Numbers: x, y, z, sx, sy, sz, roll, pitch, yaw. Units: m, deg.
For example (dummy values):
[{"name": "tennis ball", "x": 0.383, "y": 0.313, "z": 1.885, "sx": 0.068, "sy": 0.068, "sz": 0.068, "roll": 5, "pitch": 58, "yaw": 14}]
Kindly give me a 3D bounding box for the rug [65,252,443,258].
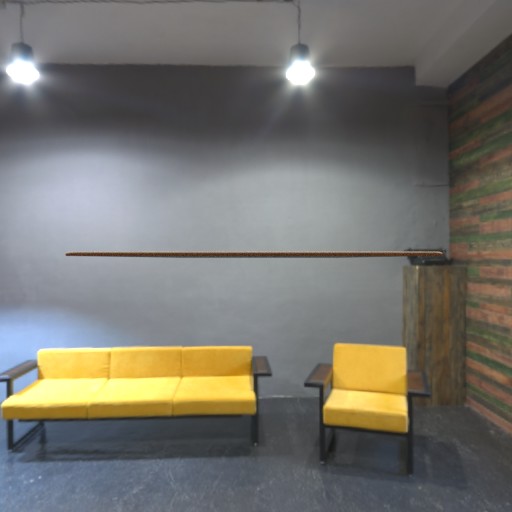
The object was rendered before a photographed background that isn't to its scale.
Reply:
[{"name": "rug", "x": 0.000, "y": 0.000, "z": 2.068, "sx": 1.062, "sy": 0.013, "sz": 1.667, "roll": 0, "pitch": 0, "yaw": 1}]
